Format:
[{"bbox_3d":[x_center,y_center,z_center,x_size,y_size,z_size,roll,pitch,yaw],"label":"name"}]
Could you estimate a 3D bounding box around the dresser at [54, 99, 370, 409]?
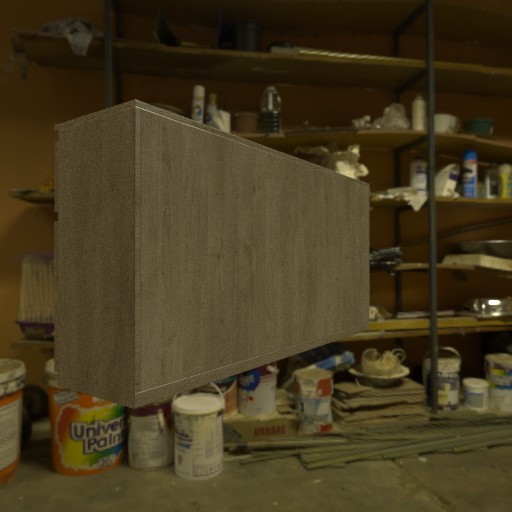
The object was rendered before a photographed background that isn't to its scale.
[{"bbox_3d":[0.000,0.000,1.891,0.390,0.795,1.590,0,-1,36],"label":"dresser"}]
